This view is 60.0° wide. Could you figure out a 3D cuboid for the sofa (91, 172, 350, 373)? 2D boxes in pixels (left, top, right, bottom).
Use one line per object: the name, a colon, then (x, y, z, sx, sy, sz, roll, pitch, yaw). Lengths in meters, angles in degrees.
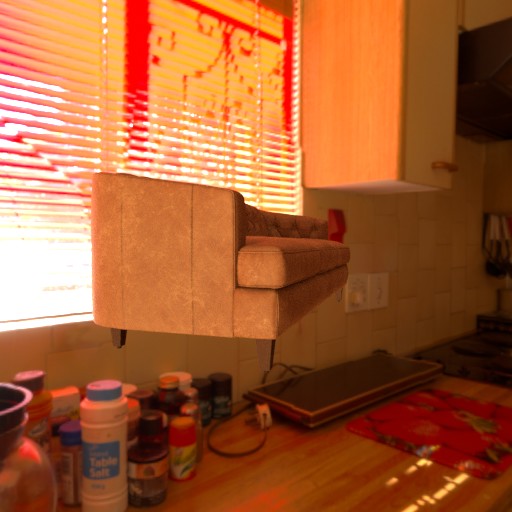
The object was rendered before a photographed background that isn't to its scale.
sofa: (0.000, 0.000, 2.709, 0.922, 0.791, 2.257, 0, 2, 18)
